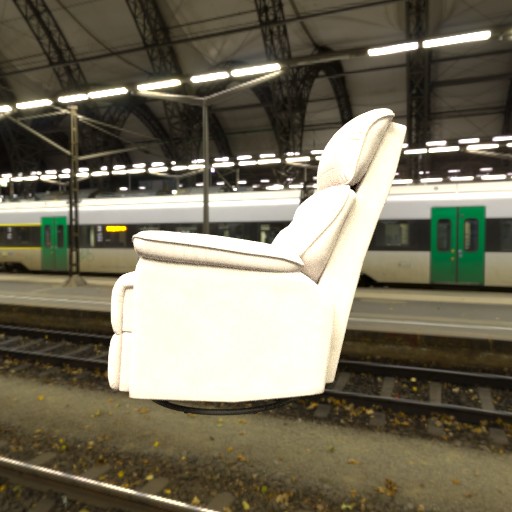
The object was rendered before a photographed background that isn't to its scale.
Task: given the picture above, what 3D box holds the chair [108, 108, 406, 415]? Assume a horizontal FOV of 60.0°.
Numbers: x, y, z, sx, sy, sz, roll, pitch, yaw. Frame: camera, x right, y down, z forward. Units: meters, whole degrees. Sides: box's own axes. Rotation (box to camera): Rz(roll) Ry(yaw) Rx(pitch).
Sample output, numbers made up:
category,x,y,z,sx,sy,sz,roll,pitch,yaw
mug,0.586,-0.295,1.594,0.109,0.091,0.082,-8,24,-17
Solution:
category,x,y,z,sx,sy,sz,roll,pitch,yaw
chair,0.000,0.000,1.759,1.001,1.039,0.820,0,2,0
